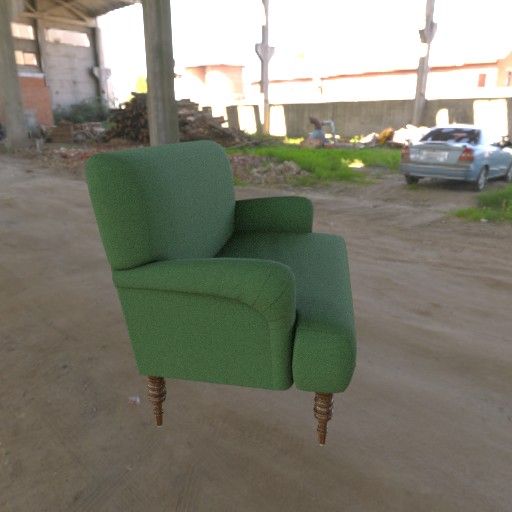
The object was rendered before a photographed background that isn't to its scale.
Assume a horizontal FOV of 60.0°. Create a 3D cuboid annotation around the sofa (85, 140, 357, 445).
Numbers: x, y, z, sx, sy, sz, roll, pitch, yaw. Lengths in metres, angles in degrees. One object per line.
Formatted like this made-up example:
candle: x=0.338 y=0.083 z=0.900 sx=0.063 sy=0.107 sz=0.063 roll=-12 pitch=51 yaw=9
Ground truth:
sofa: x=0.000 y=0.000 z=1.829 sx=0.779 sy=0.889 sz=1.297 roll=3 pitch=17 yaw=9
